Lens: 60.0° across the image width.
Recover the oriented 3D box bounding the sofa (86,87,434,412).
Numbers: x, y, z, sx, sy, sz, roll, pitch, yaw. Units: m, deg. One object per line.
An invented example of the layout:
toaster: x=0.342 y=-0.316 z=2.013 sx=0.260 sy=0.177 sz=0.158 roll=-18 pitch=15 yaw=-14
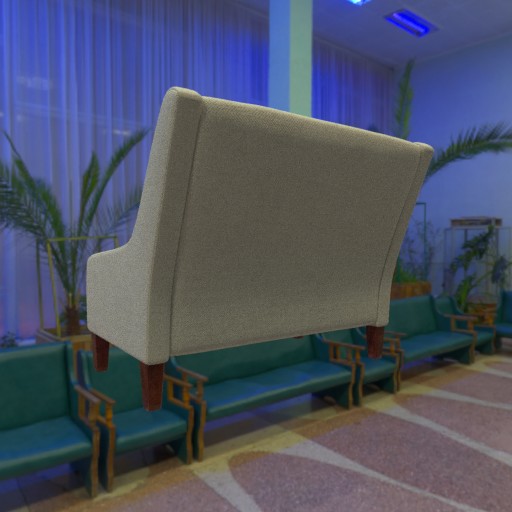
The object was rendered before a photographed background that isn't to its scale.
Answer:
sofa: x=0.000 y=0.000 z=1.922 sx=1.212 sy=0.976 sz=0.946 roll=-1 pitch=2 yaw=-36
